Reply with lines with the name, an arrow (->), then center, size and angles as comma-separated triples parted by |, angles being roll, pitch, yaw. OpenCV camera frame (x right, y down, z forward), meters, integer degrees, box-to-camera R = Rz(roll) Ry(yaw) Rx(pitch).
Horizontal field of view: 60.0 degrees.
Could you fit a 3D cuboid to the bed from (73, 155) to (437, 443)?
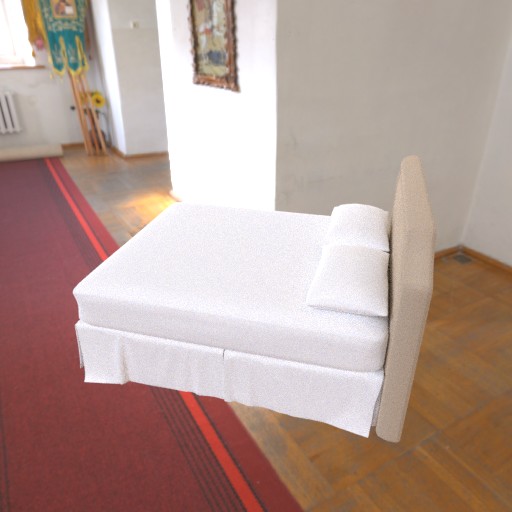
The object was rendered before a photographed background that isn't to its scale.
bed -> 0.000, 0.000, 3.286 | 2.204, 1.301, 1.828 | 7, 29, 13
